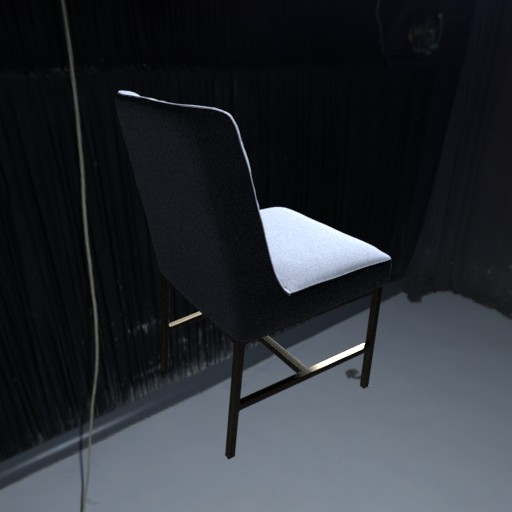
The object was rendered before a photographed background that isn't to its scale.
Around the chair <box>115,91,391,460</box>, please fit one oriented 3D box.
[{"bbox_3d":[0.000,0.000,1.255,0.587,0.889,0.508,-17,31,-31],"label":"chair"}]
